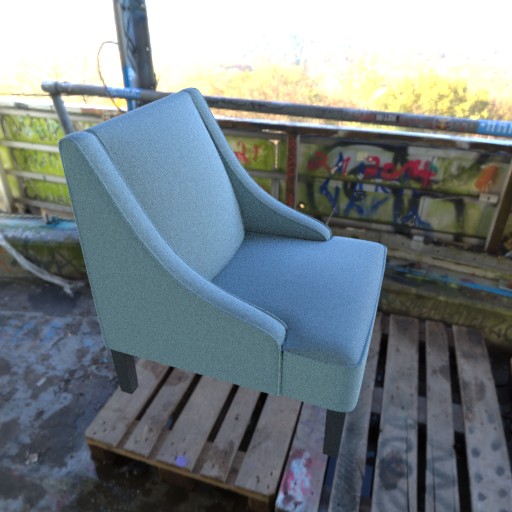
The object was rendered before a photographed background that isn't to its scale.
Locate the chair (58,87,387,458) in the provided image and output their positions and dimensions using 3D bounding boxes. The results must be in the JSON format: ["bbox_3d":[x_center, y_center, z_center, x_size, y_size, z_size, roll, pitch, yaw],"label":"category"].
[{"bbox_3d":[0.000,0.000,1.844,1.025,1.133,0.857,11,33,17],"label":"chair"}]
